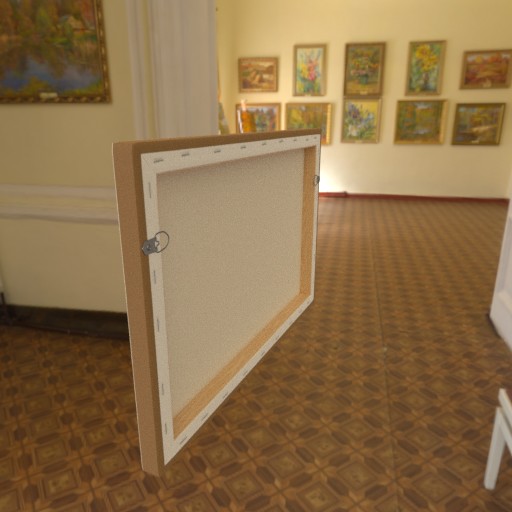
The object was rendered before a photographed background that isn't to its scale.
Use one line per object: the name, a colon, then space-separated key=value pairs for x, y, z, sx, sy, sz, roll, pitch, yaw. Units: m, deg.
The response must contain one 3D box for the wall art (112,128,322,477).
wall art: x=0.000 y=0.000 z=0.473 sx=0.019 sy=0.254 sz=0.380 roll=8 pitch=19 yaw=24
